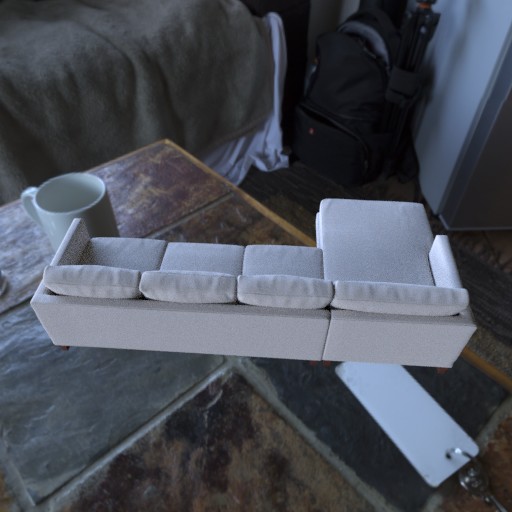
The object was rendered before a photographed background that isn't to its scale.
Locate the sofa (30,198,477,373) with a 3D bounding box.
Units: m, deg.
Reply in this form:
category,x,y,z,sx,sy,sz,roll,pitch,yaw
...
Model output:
category,x,y,z,sx,sy,sz,roll,pitch,yaw
sofa,0.000,0.000,3.844,3.186,0.861,1.625,3,47,3
